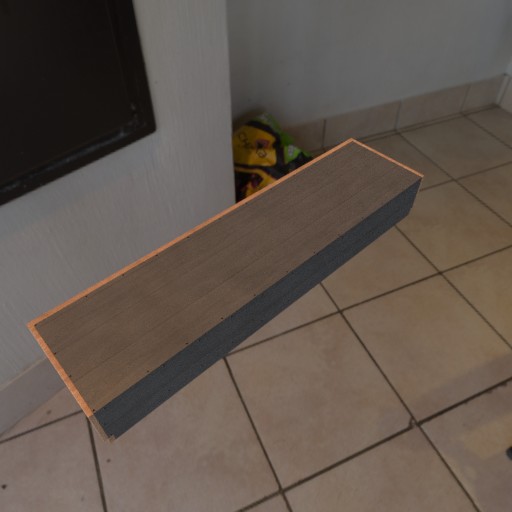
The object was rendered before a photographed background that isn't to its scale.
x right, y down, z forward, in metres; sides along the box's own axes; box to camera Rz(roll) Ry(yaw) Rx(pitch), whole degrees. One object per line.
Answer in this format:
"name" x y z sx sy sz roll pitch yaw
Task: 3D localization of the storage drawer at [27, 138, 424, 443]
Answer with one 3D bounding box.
"storage drawer" 0.000 0.000 2.212 2.032 0.264 0.538 -33 55 -27
